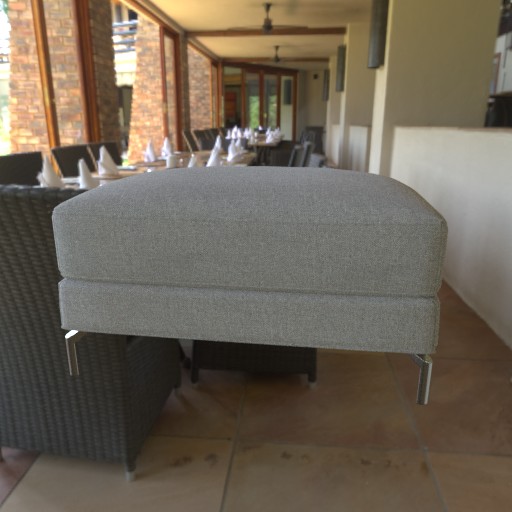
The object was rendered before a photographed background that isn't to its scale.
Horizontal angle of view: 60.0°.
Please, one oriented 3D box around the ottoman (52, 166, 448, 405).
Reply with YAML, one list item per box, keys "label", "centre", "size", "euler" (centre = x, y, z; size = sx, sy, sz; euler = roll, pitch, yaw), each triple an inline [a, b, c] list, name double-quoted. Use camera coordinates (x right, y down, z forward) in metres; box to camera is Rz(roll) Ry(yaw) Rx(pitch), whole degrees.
- label: "ottoman"
  centre: [0.000, 0.000, 1.184]
  size: [0.838, 0.457, 0.584]
  euler: [2, 17, 8]
